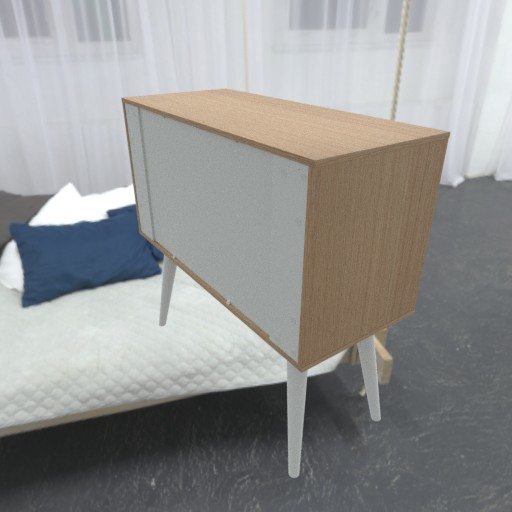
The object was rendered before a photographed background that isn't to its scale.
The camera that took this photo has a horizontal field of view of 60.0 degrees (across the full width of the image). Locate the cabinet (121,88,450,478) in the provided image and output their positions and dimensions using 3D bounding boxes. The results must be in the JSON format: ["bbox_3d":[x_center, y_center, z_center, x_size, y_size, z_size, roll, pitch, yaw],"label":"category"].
[{"bbox_3d":[0.000,0.000,1.614,0.470,1.016,1.057,-18,33,-31],"label":"cabinet"}]
